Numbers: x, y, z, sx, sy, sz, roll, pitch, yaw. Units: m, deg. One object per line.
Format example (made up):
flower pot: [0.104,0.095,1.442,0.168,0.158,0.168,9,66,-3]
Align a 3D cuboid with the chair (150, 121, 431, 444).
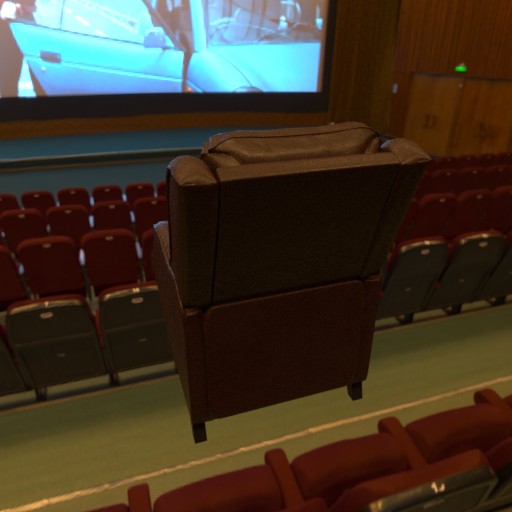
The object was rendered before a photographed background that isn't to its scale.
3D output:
chair: [0.000,0.000,1.787,0.770,1.132,0.982,-9,28,-17]
